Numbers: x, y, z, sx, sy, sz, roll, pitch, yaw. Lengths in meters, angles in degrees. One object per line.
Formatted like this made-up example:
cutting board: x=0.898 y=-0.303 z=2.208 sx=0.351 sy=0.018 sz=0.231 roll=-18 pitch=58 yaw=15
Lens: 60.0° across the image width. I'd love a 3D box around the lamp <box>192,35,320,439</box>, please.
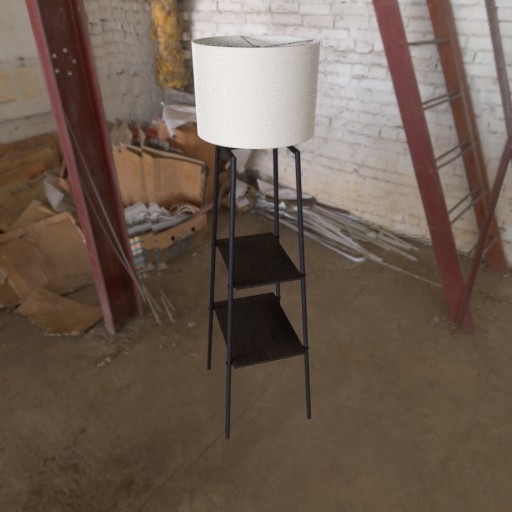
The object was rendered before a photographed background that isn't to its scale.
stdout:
lamp: x=0.000 y=0.000 z=1.680 sx=0.384 sy=1.474 sz=0.427 roll=-8 pitch=32 yaw=-14
